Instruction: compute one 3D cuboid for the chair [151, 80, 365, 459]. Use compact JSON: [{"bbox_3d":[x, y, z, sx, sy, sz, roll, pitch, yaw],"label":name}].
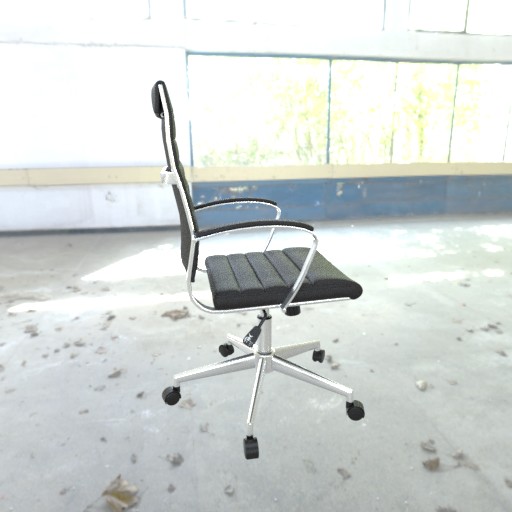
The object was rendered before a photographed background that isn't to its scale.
[{"bbox_3d":[0.000,0.000,1.632,0.739,1.149,0.766,-3,15,-9],"label":"chair"}]
